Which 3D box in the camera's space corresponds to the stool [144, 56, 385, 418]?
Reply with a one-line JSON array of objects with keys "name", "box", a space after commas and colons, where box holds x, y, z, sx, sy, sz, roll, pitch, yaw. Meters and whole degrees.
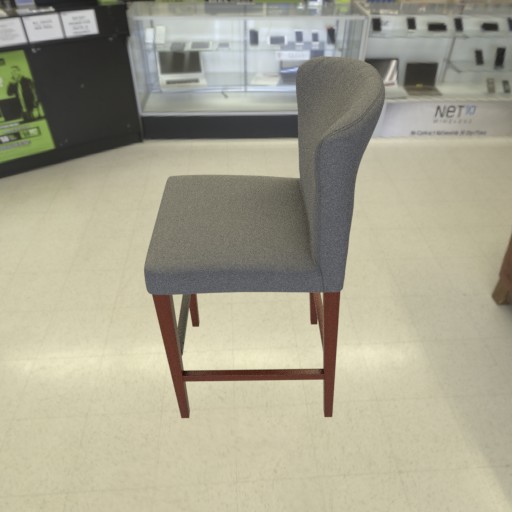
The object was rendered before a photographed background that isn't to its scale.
[{"name": "stool", "box": [0.000, 0.000, 1.331, 0.568, 1.069, 0.481, -1, 40, -1]}]
